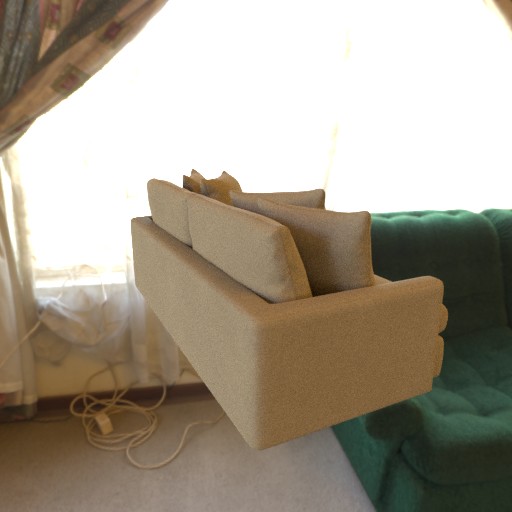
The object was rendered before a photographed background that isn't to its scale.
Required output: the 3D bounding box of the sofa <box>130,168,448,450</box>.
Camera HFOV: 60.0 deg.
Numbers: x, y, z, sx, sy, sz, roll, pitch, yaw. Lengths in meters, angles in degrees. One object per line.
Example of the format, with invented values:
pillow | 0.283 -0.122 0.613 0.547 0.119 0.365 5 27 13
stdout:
sofa | 0.000 0.000 3.027 1.228 1.084 2.380 -8 18 -26
